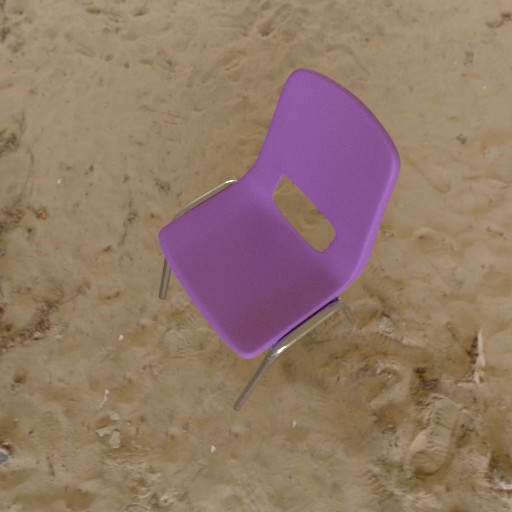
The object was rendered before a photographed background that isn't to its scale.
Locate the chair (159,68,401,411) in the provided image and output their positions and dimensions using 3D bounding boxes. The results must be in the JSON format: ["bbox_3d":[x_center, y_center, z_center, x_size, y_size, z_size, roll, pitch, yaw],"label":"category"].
[{"bbox_3d":[0.000,0.000,0.700,0.301,0.493,0.291,-33,68,-15],"label":"chair"}]
